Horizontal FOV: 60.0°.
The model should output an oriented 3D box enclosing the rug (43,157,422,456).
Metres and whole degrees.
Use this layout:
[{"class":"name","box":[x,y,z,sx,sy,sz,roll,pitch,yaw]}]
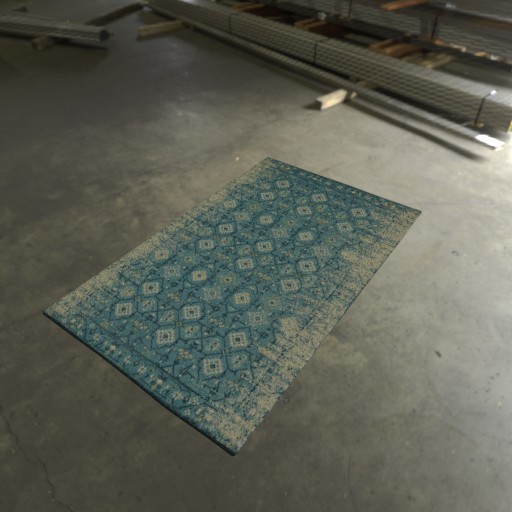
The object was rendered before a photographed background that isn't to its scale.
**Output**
[{"class":"rug","box":[0.000,0.000,3.152,1.530,0.015,2.449,26,47,26]}]
